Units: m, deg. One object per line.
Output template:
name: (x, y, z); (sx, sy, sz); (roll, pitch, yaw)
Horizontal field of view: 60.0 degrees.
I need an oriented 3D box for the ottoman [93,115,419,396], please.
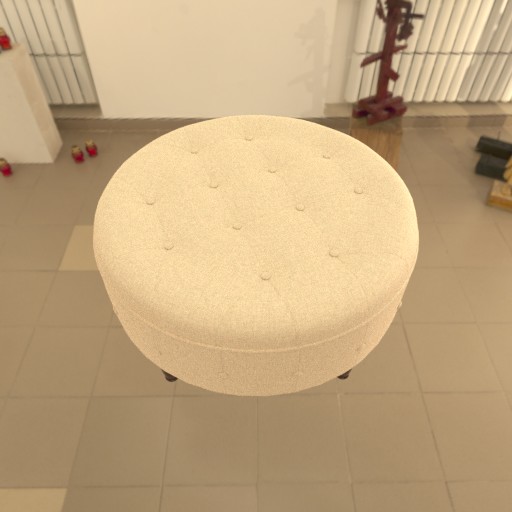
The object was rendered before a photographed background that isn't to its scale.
ottoman: (0.000, 0.000, 1.313); (0.848, 0.494, 0.848); (0, 47, 0)
